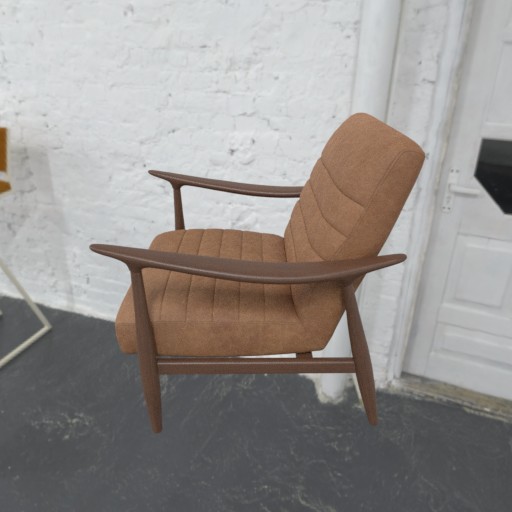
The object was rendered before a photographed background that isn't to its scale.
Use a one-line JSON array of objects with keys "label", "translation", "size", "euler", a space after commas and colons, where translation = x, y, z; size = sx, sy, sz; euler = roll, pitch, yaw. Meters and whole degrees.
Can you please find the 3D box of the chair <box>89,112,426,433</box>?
[{"label": "chair", "translation": [0.000, 0.000, 1.433], "size": [0.798, 0.832, 0.741], "euler": [0, 26, 0]}]
